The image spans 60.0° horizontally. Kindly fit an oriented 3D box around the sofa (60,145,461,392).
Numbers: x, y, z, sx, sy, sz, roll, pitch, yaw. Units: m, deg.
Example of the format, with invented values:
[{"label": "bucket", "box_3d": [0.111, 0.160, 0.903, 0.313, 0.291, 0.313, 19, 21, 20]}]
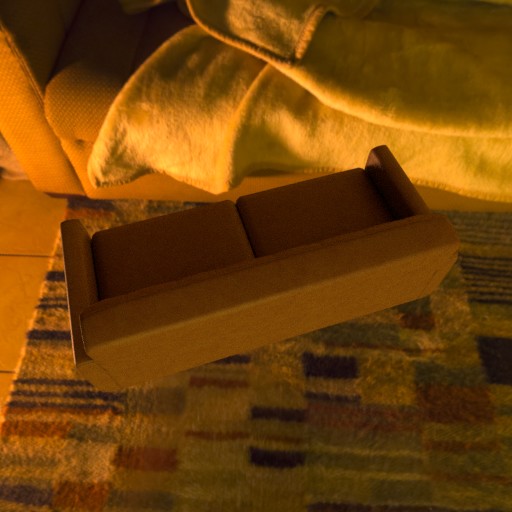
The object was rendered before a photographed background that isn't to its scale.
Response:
[{"label": "sofa", "box_3d": [0.000, 0.000, 2.671, 2.137, 0.892, 0.980, -15, 59, -9]}]
